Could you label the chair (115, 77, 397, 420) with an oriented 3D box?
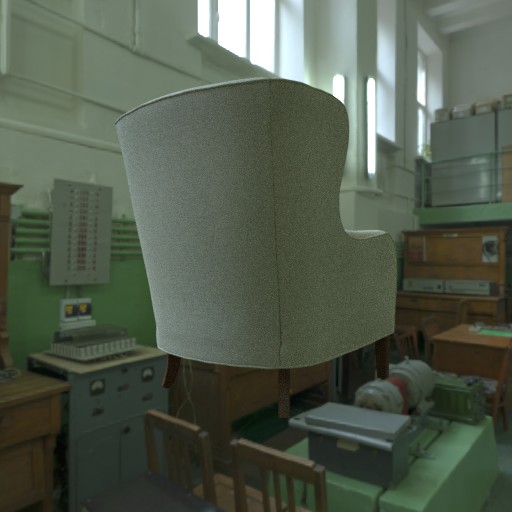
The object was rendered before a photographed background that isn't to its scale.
[{"bbox_3d":[0.000,0.000,1.748,0.838,1.040,0.966,0,0,37],"label":"chair"}]
